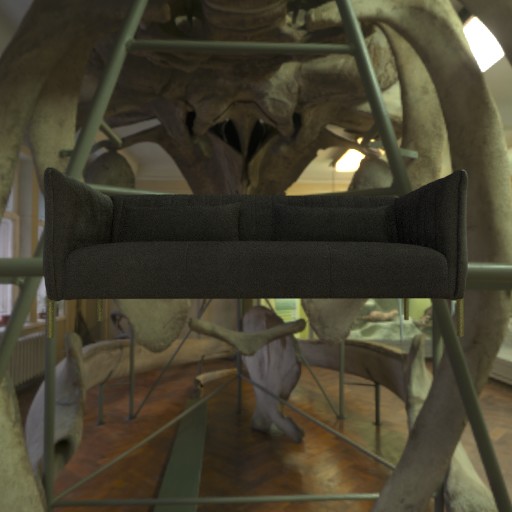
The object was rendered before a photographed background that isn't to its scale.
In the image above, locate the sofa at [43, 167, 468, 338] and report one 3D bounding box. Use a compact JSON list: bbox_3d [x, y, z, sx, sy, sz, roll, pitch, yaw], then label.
[{"bbox_3d":[0.000,0.000,2.406,1.980,0.780,0.876,0,-2,-1],"label":"sofa"}]
